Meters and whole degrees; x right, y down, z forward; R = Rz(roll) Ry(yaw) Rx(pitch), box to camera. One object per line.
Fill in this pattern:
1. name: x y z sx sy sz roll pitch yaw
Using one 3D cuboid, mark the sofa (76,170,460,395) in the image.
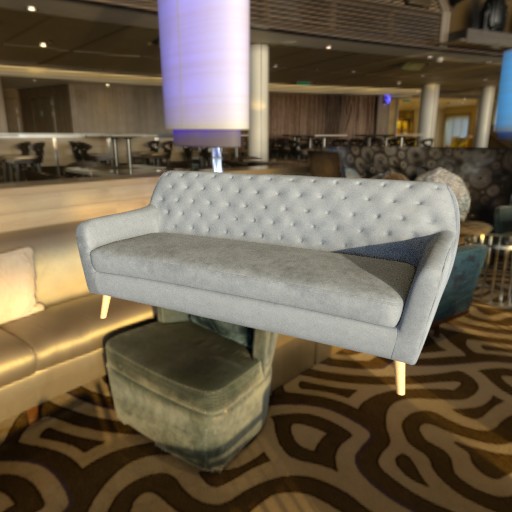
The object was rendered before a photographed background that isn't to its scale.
1. sofa: 0.000 0.000 2.447 1.975 0.832 0.841 8 17 27
